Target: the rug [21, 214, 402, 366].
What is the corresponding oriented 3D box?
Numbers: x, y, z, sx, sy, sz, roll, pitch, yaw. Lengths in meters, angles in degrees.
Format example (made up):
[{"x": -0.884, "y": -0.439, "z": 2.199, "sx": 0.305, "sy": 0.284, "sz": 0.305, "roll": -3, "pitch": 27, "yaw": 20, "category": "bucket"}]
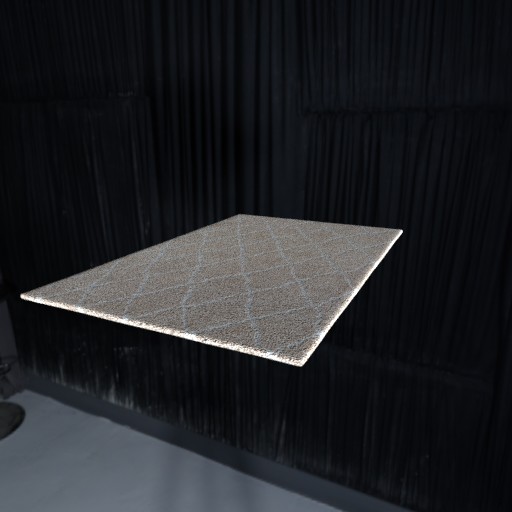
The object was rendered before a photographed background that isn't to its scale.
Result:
[{"x": 0.000, "y": 0.000, "z": 3.425, "sx": 1.778, "sy": 0.030, "sz": 2.743, "roll": 8, "pitch": 18, "yaw": 25, "category": "rug"}]
